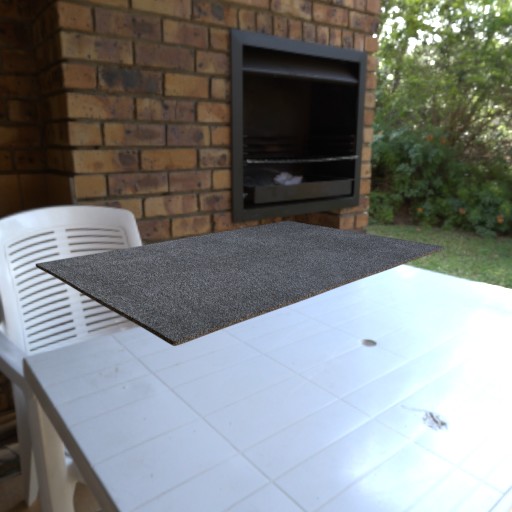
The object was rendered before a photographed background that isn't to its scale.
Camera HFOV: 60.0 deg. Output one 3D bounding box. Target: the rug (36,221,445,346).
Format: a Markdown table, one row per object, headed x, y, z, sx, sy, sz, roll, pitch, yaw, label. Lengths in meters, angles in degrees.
| x | y | z | sx | sy | sz | roll | pitch | yaw | label |
| --- | --- | --- | --- | --- | --- | --- | --- | --- | --- |
| 0.000 | 0.000 | 3.475 | 2.699 | 0.026 | 1.802 | -13 | 19 | -42 | rug |
